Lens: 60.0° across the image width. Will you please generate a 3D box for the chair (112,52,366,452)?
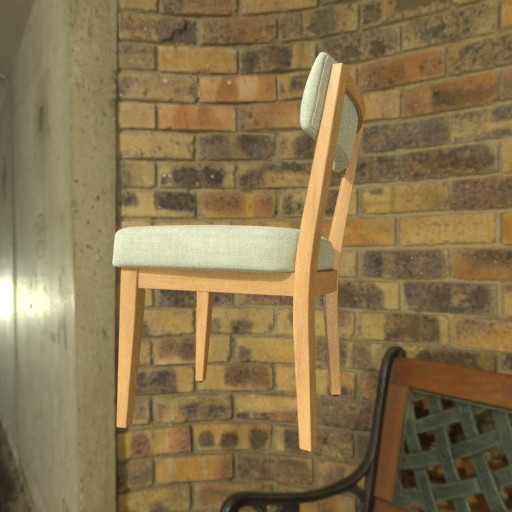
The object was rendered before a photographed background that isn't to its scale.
[{"bbox_3d":[0.000,0.000,1.191,0.572,0.832,0.508,0,-1,18],"label":"chair"}]
